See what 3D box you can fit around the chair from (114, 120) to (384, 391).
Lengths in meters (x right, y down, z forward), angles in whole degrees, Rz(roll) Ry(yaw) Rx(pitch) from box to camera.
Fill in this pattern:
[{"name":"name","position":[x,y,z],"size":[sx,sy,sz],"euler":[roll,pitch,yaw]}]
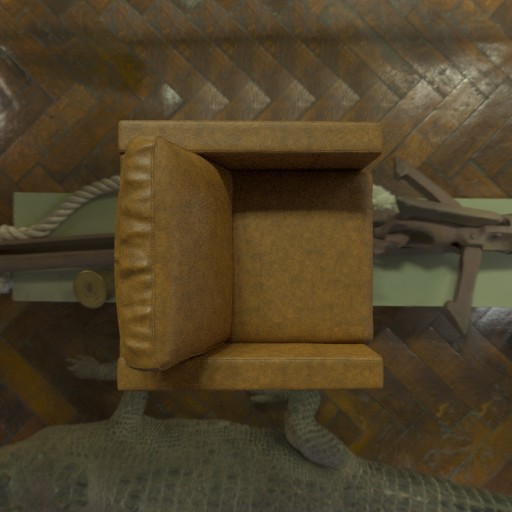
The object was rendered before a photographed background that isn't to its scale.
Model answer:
[{"name":"chair","position":[0.000,0.000,1.659],"size":[0.909,0.956,0.890],"euler":[0,89,-1]}]
